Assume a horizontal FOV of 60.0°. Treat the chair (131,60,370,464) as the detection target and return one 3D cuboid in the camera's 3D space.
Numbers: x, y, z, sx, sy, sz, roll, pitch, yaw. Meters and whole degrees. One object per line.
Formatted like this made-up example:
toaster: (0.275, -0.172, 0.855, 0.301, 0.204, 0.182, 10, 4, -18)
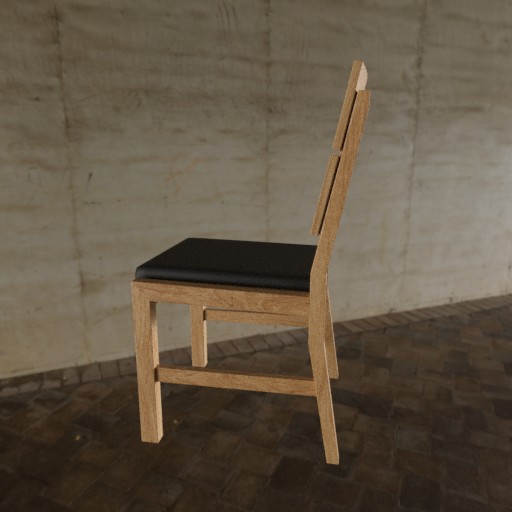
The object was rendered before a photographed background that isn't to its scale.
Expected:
chair: (0.000, 0.000, 1.280, 0.569, 0.950, 0.475, 2, 13, 10)
